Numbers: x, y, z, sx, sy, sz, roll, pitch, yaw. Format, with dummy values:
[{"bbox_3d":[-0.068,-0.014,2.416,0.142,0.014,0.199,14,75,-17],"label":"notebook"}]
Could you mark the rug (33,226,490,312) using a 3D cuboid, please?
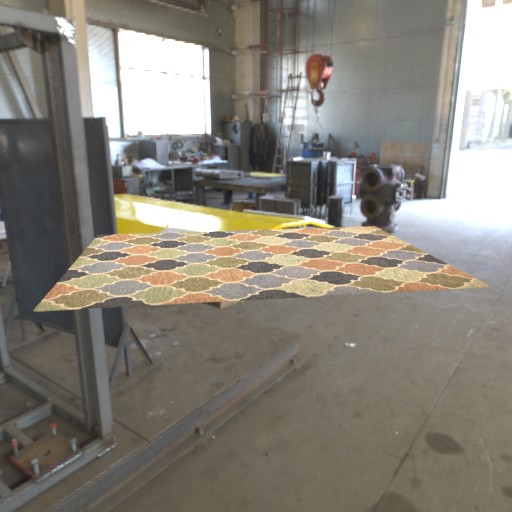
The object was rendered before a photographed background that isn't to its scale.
[{"bbox_3d":[0.000,0.000,2.332,1.828,0.006,1.216,-2,16,-8],"label":"rug"}]
